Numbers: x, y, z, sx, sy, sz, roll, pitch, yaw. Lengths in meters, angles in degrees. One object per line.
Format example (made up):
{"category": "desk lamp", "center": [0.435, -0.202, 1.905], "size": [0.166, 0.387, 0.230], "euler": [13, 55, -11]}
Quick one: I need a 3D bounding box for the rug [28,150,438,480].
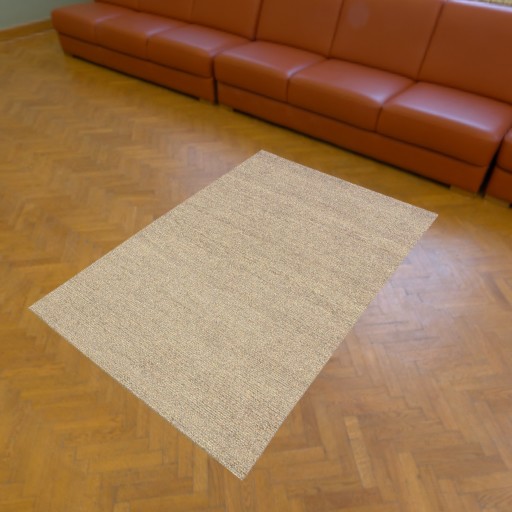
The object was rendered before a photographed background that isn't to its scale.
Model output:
{"category": "rug", "center": [0.000, 0.000, 2.930], "size": [1.609, 0.030, 2.342], "euler": [27, 49, 26]}
